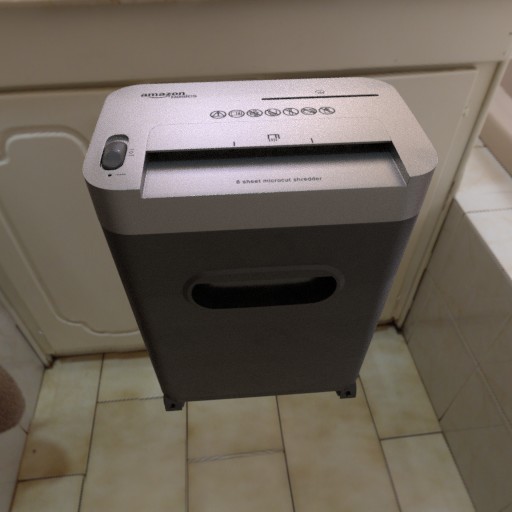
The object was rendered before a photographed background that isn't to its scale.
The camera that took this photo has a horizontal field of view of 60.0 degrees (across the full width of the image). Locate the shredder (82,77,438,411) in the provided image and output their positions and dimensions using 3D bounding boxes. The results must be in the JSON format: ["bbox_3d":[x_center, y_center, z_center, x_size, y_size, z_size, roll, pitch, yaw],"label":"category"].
[{"bbox_3d":[0.000,0.000,0.593,0.311,0.419,0.237,-3,46,-3],"label":"shredder"}]
